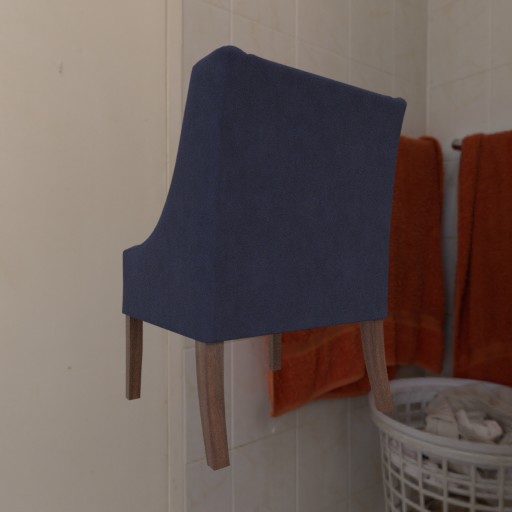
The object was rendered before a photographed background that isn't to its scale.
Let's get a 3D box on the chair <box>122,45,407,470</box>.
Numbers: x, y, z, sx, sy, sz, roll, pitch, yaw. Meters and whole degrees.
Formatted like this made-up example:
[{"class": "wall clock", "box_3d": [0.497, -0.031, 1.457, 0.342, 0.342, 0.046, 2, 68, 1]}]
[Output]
[{"class": "chair", "box_3d": [0.000, 0.000, 1.328, 0.629, 0.895, 0.629, -1, 1, -35]}]
